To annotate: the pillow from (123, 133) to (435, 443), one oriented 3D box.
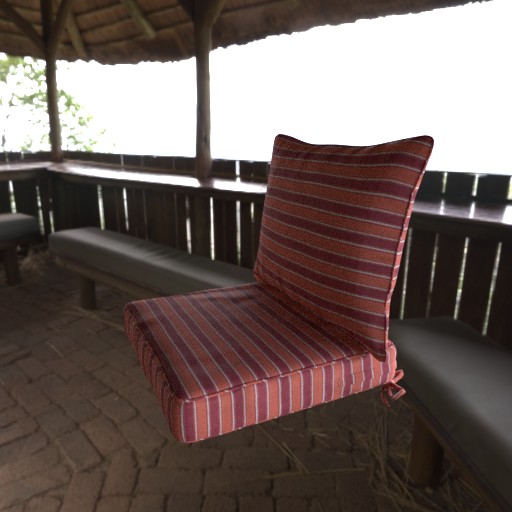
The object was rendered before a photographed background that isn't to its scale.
[{"bbox_3d":[0.000,0.000,1.362,0.733,0.723,0.799,-7,17,-25],"label":"pillow"}]
